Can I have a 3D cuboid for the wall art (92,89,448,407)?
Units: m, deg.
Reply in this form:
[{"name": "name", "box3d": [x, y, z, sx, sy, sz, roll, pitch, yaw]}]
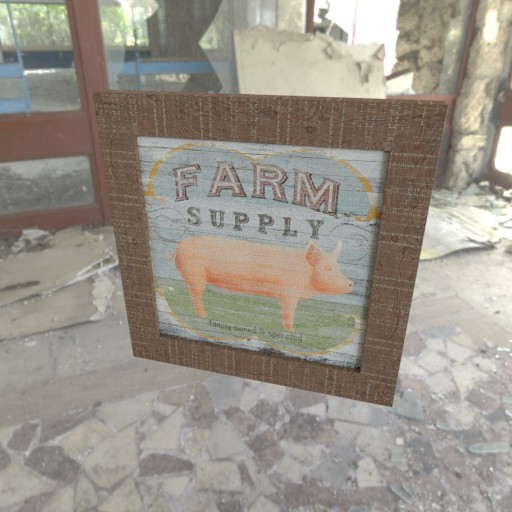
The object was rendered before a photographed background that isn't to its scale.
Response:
[{"name": "wall art", "box3d": [0.000, 0.000, 0.777, 0.531, 0.531, 0.040, 7, 27, 14]}]
